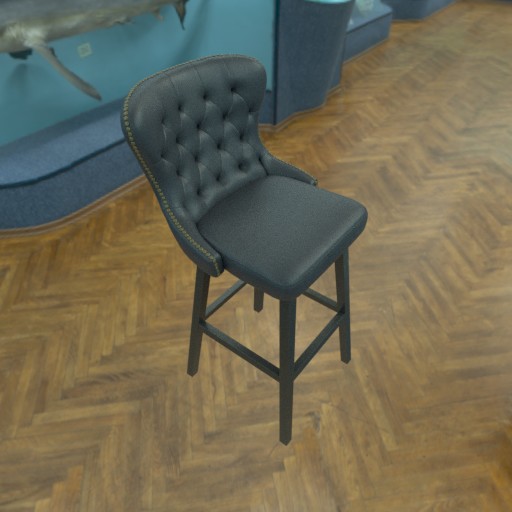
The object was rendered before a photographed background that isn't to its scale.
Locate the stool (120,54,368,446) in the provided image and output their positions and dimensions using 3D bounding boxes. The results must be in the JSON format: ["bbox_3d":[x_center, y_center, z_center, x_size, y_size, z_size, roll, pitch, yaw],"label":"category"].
[{"bbox_3d":[0.000,0.000,1.402,0.601,1.050,0.528,27,47,28],"label":"stool"}]
